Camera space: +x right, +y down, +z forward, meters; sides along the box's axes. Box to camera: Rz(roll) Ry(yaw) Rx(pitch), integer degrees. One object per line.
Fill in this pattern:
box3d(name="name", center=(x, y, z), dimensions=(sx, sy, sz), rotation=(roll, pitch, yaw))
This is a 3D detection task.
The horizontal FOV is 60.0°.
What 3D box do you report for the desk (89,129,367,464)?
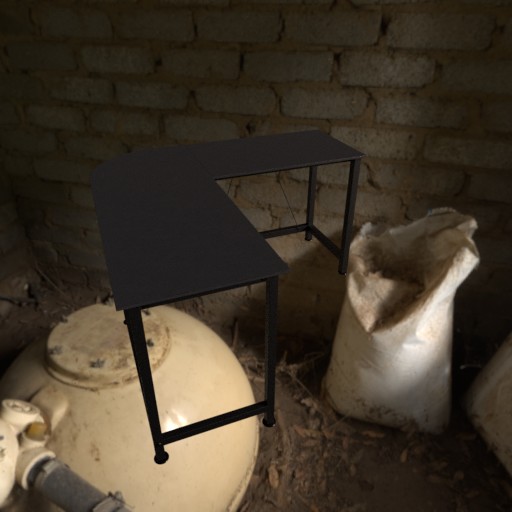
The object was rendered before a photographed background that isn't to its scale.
box3d(name="desk", center=(0.000, 0.000, 2.213), dimensions=(1.400, 0.762, 1.400), rotation=(-12, 33, -18))
